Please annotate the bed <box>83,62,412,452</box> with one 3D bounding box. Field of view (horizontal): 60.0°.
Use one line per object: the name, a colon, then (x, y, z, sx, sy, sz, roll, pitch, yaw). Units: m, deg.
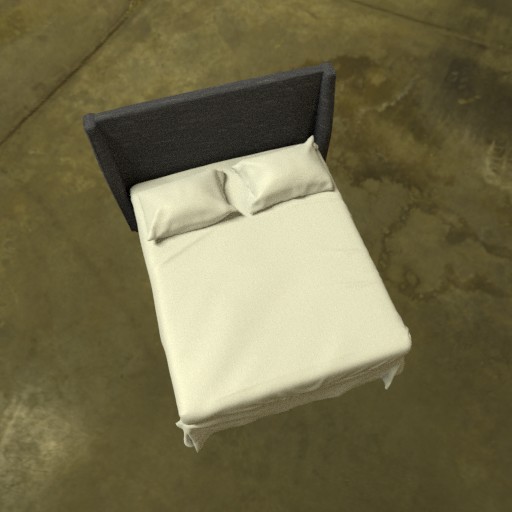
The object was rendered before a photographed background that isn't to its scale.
bed: (0.000, 0.000, 3.362, 1.925, 1.332, 2.276, -15, 64, -8)
